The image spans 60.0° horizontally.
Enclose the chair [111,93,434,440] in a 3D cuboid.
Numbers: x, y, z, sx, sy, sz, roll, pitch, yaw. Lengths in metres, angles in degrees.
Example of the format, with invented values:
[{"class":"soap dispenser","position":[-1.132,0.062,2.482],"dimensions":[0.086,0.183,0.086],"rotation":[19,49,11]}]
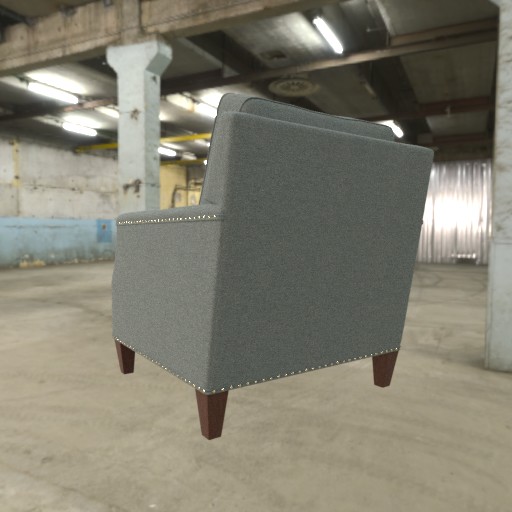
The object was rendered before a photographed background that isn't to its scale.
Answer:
[{"class":"chair","position":[0.000,0.000,1.786],"dimensions":[0.885,1.031,1.031],"rotation":[-2,3,-35]}]
